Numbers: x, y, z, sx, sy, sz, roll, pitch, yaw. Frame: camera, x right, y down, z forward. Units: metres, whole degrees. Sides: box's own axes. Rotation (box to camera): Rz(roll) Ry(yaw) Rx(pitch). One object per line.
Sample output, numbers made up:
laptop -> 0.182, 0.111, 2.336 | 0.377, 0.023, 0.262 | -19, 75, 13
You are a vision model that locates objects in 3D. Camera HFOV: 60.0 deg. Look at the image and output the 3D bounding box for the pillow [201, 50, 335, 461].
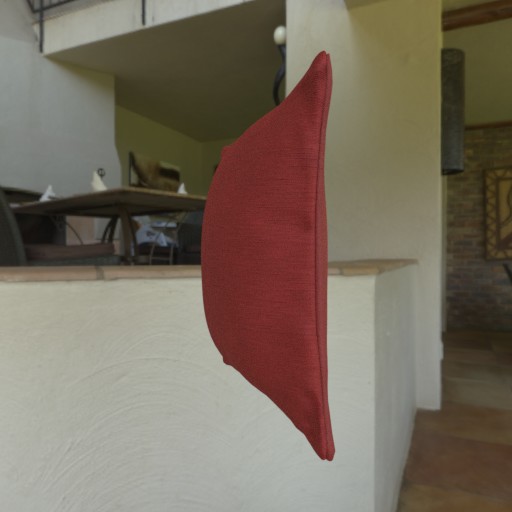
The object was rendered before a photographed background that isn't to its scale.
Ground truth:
pillow -> 0.000, 0.000, 0.647 | 0.151, 0.416, 0.435 | 0, 0, -18
